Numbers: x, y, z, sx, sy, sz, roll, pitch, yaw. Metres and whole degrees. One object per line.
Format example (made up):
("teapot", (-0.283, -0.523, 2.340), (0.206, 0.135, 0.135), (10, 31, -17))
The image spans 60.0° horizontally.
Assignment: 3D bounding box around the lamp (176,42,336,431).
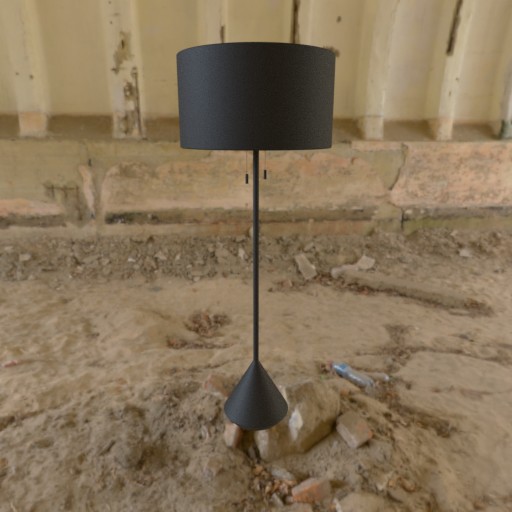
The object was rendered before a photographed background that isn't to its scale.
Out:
("lamp", (0.000, 0.000, 1.841), (0.580, 1.526, 0.580), (15, 22, 42))
